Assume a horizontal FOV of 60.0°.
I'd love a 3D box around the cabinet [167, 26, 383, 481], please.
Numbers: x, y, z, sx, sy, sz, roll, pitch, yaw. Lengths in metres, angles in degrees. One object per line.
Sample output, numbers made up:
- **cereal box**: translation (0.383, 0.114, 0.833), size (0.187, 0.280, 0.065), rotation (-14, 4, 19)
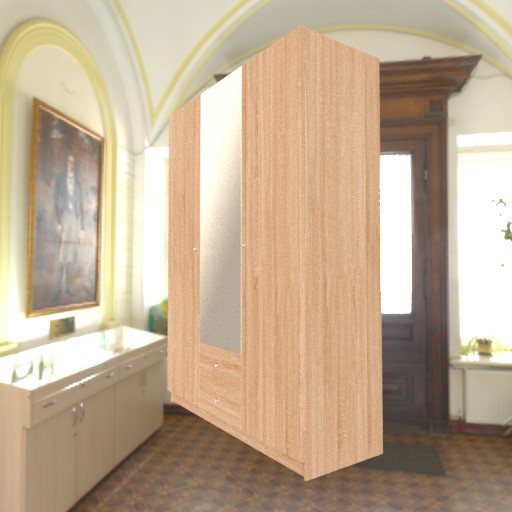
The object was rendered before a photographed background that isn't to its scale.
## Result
- **cabinet**: translation (0.000, 0.000, 2.820), size (0.590, 2.120, 1.500), rotation (1, -2, -35)
